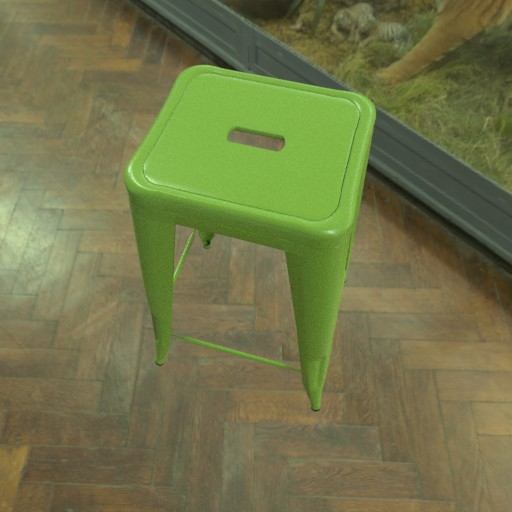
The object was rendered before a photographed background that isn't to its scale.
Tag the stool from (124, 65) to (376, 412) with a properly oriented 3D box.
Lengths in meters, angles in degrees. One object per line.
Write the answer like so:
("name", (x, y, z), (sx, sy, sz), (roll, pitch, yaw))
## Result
("stool", (0.000, 0.000, 0.841), (0.398, 0.609, 0.358), (14, 60, 8))
